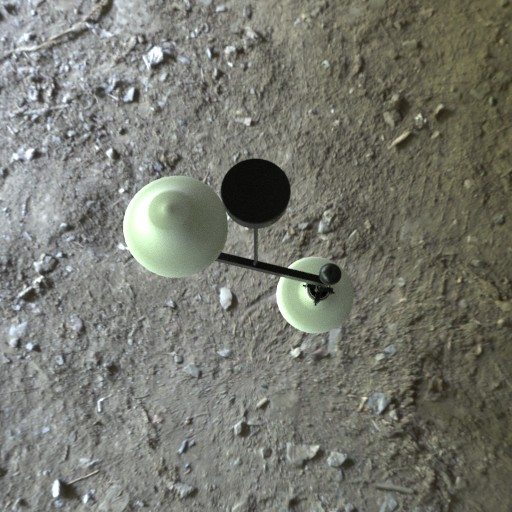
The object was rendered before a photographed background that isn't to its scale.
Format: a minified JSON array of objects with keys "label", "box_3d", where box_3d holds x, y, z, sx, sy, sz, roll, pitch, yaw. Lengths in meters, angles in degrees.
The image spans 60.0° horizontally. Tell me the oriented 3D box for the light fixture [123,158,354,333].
[{"label":"light fixture","box_3d":[0.000,0.000,1.004,0.489,0.743,0.422,-23,76,-6]}]
